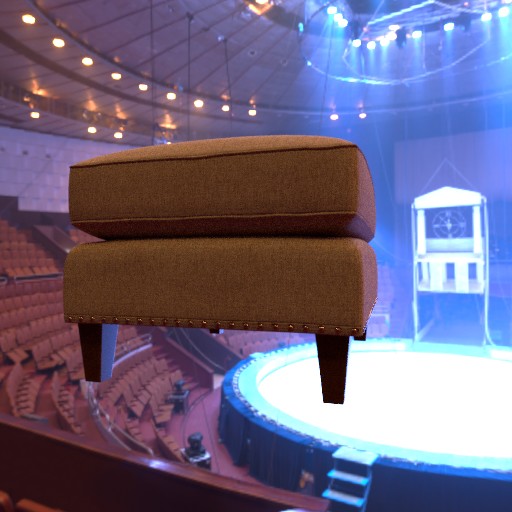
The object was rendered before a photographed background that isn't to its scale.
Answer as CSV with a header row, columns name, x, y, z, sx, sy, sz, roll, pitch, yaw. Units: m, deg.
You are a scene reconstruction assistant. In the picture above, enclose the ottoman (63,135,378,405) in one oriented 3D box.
name,x,y,z,sx,sy,sz,roll,pitch,yaw
ottoman,0.000,0.000,1.140,0.584,0.513,0.741,0,-1,17
